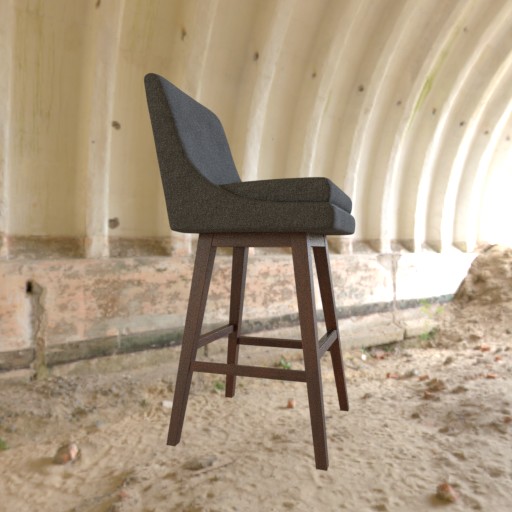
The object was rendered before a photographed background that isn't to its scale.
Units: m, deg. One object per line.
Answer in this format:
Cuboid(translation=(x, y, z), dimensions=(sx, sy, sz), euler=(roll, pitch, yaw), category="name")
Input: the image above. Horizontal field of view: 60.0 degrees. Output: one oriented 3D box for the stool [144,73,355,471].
Cuboid(translation=(0.000, 0.000, 1.398), dimensions=(0.572, 1.068, 0.489), euler=(0, 1, 19), category="stool")
